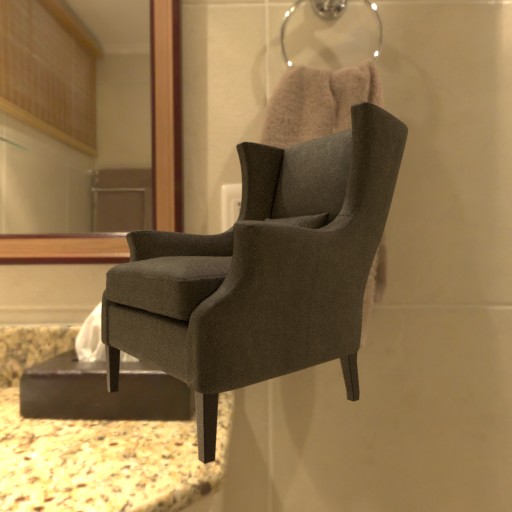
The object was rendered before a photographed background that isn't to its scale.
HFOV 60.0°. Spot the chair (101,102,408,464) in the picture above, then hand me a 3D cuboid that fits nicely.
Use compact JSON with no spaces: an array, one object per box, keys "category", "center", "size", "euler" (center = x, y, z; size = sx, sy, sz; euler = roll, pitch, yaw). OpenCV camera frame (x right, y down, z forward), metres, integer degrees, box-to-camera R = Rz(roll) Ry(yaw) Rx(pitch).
[{"category":"chair","center":[0.000,0.000,1.635],"size":[0.926,1.016,0.853],"euler":[0,1,-37]}]
